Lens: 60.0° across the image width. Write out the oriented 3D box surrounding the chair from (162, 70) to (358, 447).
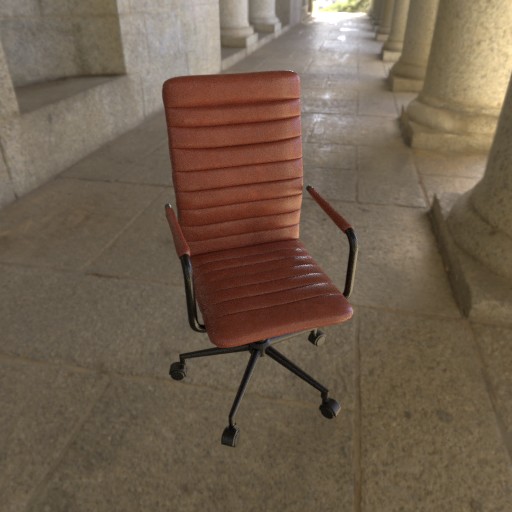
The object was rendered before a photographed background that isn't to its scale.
[{"bbox_3d":[0.000,0.000,1.349,0.608,0.979,0.580,-10,33,-15],"label":"chair"}]
